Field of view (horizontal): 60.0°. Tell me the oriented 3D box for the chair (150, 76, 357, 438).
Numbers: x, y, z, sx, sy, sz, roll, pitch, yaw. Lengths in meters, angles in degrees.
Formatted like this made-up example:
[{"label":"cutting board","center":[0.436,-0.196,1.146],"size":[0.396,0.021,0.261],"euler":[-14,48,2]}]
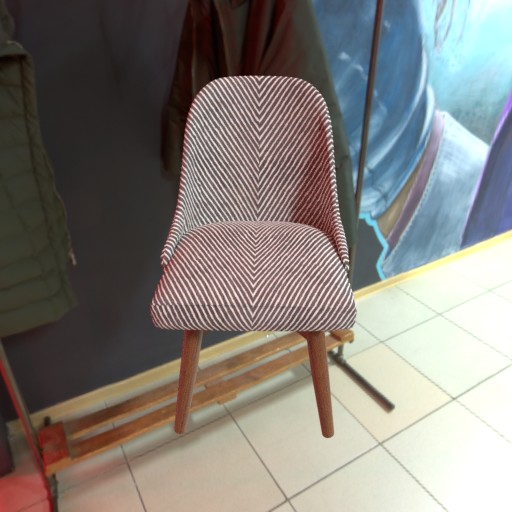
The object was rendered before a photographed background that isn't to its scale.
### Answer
[{"label":"chair","center":[0.000,0.000,1.265],"size":[0.504,0.883,0.591],"euler":[1,30,2]}]
